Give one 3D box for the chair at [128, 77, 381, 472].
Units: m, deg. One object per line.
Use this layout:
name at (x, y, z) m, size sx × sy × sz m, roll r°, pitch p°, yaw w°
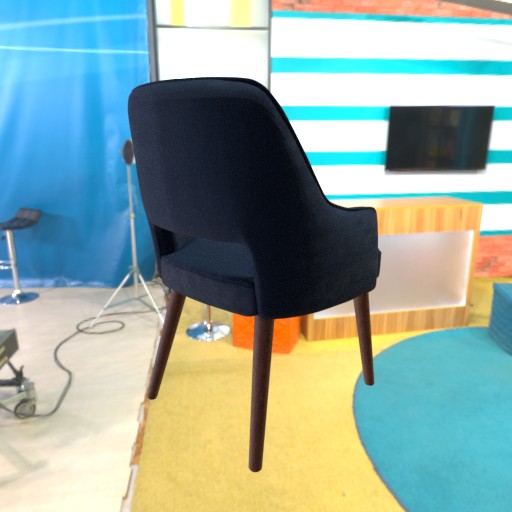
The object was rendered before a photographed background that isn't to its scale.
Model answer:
chair at (0.000, 0.000, 1.196) m, size 0.559 × 0.844 × 0.591 m, roll 14°, pitch 21°, yaw 42°
